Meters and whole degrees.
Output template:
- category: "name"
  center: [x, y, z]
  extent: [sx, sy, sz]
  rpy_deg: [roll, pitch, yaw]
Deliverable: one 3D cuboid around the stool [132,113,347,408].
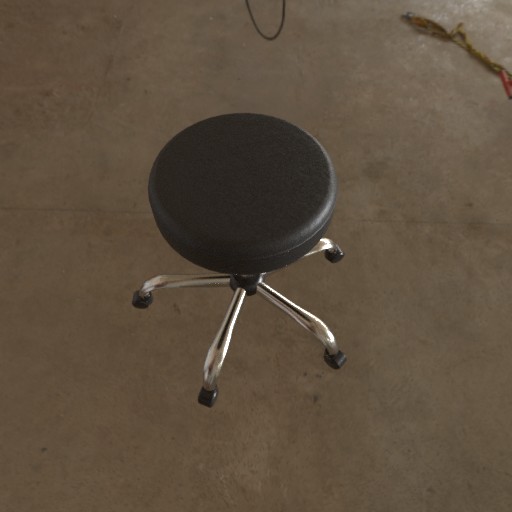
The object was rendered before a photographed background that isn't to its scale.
- category: "stool"
  center: [0.000, 0.000, 1.152]
  extent: [0.638, 0.576, 0.673]
  rpy_deg: [34, 63, 20]
